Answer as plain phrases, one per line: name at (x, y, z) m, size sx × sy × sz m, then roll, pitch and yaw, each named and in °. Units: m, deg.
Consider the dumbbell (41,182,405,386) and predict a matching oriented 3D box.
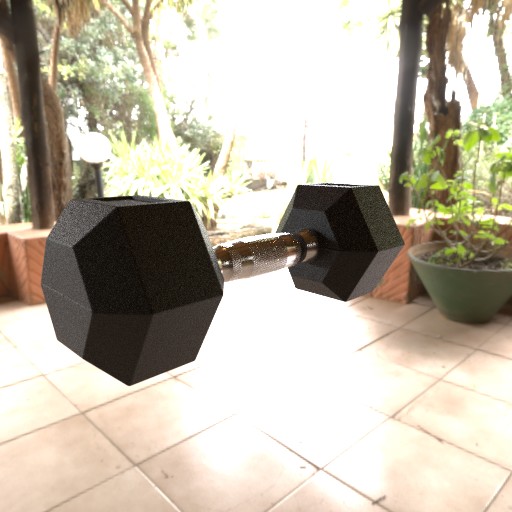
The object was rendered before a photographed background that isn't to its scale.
dumbbell at (0.000, 0.000, 0.346) m, size 0.297 × 0.101 × 0.116 m, roll -12°, pitch 17°, yaw -43°
